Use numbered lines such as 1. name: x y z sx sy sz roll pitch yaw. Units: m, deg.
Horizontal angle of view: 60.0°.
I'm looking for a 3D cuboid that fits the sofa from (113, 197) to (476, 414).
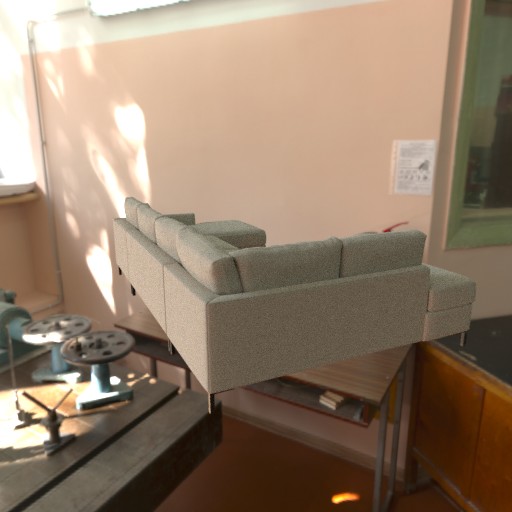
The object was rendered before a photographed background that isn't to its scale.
1. sofa: 0.000 0.000 3.917 1.989 0.862 2.984 -7 16 -25
